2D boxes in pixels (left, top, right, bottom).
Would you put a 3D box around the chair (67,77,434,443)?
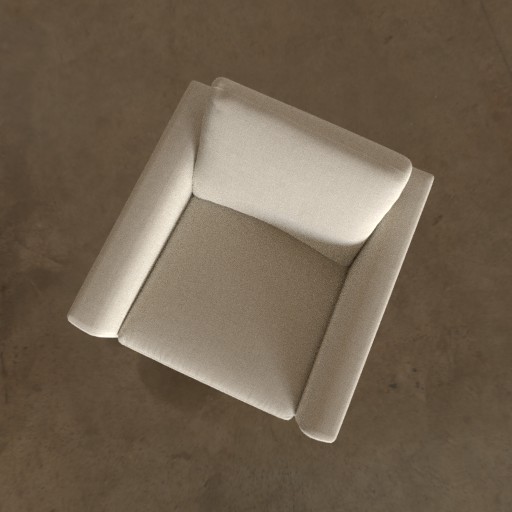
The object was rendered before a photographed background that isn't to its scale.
[{"bbox_3d":[0.000,0.000,1.842,1.070,0.876,1.100,23,78,5],"label":"chair"}]
